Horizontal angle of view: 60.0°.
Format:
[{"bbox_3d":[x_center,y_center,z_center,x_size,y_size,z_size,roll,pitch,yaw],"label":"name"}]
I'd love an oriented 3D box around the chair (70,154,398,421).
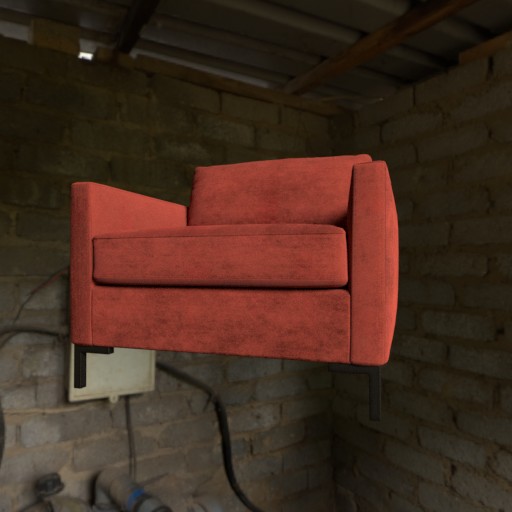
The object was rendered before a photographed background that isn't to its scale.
[{"bbox_3d":[0.000,0.000,1.590,0.964,0.812,0.875,0,-1,19],"label":"chair"}]
